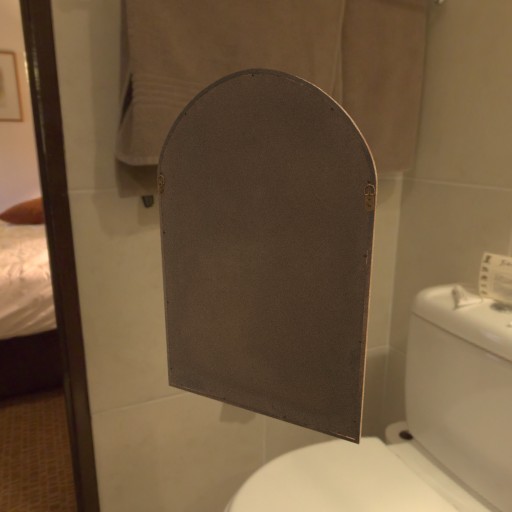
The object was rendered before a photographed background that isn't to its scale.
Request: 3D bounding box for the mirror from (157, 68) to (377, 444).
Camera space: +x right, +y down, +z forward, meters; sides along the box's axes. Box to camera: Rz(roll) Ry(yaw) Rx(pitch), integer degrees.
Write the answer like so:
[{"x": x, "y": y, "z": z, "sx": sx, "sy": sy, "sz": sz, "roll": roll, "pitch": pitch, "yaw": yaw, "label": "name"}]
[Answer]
[{"x": 0.000, "y": 0.000, "z": 1.167, "sx": 0.609, "sy": 0.915, "sz": 0.032, "roll": 7, "pitch": 16, "yaw": 27, "label": "mirror"}]
